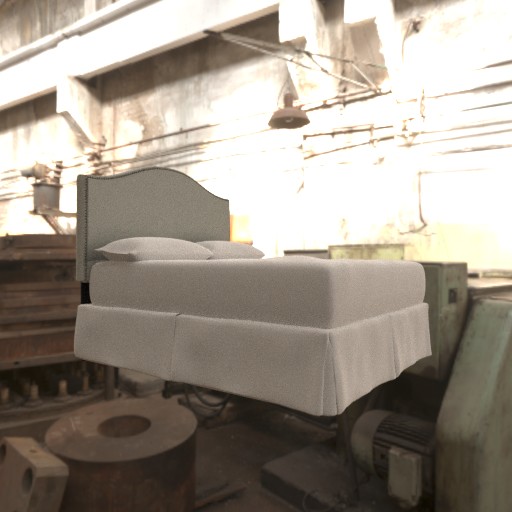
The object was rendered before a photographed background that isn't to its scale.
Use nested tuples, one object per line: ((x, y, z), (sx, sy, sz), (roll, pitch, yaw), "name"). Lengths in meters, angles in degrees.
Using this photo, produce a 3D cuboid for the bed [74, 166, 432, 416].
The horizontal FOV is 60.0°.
((0.000, 0.000, 3.409), (2.180, 1.607, 1.813), (0, -1, 36), "bed")
